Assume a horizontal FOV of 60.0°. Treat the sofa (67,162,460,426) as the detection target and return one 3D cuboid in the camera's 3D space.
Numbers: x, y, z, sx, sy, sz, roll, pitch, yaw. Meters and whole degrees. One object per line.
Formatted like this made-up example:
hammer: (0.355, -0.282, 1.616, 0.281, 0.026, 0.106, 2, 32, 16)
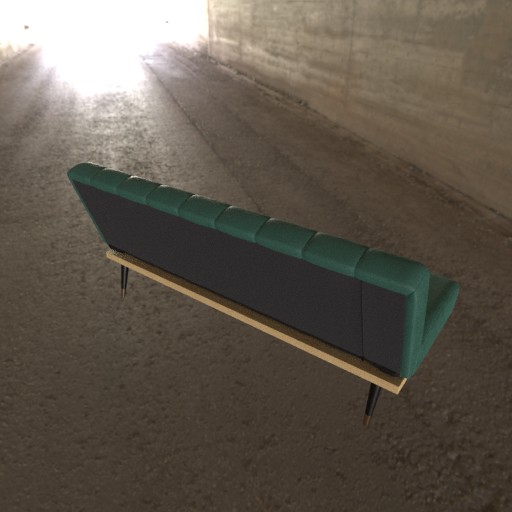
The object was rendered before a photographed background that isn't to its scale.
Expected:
sofa: (0.000, 0.000, 2.250, 1.810, 0.820, 0.830, 20, 35, 31)
